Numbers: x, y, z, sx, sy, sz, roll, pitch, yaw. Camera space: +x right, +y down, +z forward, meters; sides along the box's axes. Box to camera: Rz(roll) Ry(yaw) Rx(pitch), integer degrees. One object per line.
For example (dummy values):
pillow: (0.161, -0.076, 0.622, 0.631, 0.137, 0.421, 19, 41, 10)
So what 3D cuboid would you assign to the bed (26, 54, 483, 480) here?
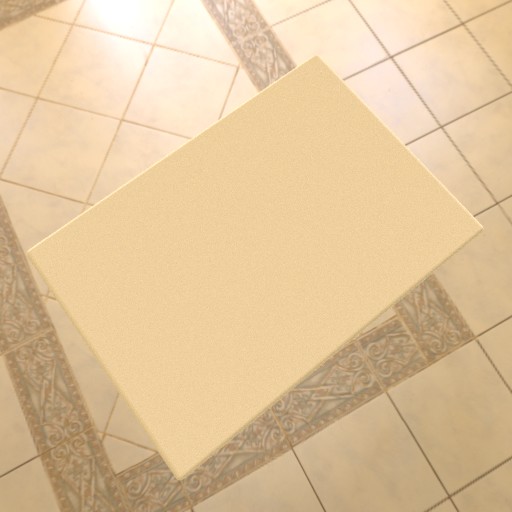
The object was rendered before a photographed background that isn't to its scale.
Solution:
bed: (0.000, 0.000, 2.520, 1.927, 0.616, 1.348, -37, 78, -9)
